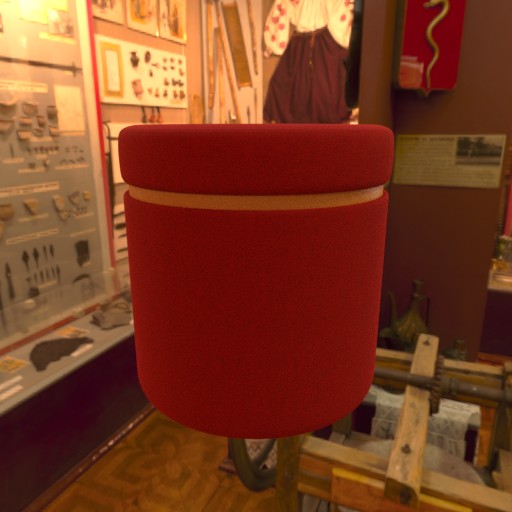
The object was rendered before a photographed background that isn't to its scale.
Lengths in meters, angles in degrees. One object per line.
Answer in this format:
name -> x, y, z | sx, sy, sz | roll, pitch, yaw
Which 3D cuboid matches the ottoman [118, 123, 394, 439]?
ottoman -> 0.000, 0.000, 0.717 | 0.400, 0.406, 0.400 | 0, 16, 0
